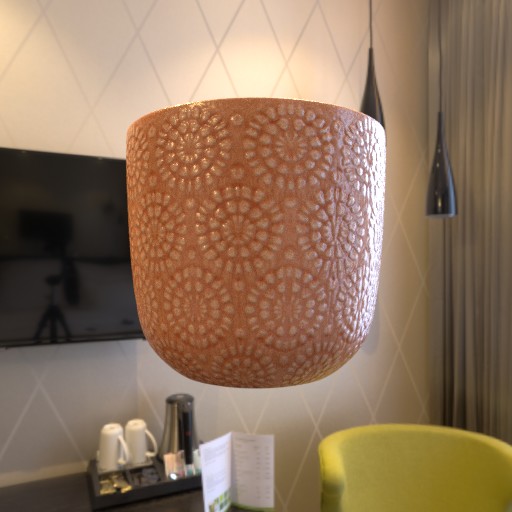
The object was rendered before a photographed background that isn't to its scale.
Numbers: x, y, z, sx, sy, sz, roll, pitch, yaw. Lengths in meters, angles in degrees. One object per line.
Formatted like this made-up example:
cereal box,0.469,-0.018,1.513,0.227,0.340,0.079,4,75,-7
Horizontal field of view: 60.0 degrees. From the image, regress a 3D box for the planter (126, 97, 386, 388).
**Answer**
planter,0.000,0.000,0.369,0.208,0.190,0.208,0,-1,0
